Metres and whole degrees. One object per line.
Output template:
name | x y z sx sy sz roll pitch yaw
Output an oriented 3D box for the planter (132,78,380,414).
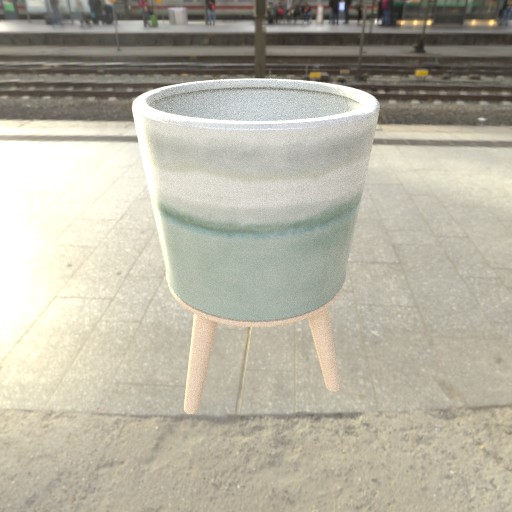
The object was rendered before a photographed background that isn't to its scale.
planter | 0.000 0.000 0.585 0.265 0.404 0.265 1 30 1
